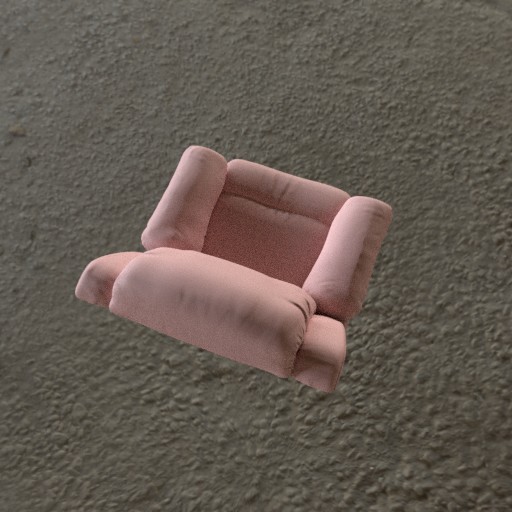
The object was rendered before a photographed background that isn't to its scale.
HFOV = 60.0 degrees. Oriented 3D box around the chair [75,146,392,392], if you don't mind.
[{"bbox_3d":[0.000,0.000,1.293,0.680,0.702,0.709,19,65,9],"label":"chair"}]
